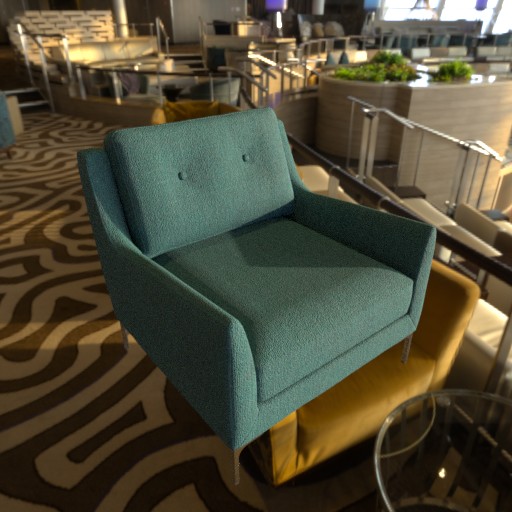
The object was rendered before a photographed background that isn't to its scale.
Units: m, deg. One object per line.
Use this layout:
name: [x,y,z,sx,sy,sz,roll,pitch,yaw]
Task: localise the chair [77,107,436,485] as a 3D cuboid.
chair: [0.000,0.000,1.517,0.847,0.828,0.849,-21,35,-33]
